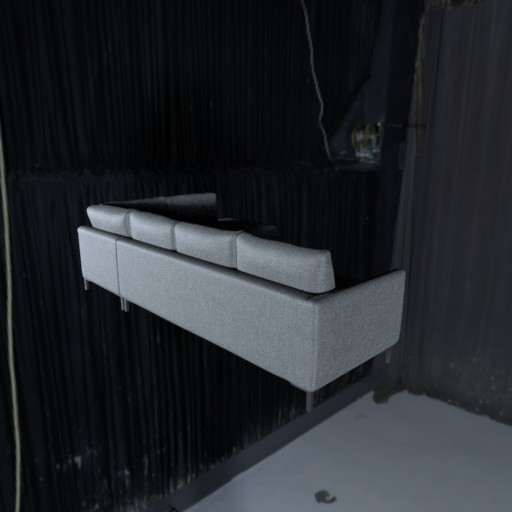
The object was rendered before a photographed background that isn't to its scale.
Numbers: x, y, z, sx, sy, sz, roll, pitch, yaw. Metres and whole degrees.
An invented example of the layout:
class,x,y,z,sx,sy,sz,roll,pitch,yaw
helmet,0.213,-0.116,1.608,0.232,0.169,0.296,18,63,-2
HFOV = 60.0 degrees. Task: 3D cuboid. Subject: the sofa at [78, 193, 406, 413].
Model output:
class,x,y,z,sx,sy,sz,roll,pitch,yaw
sofa,0.000,0.000,3.907,1.984,0.858,2.972,-13,19,-42
